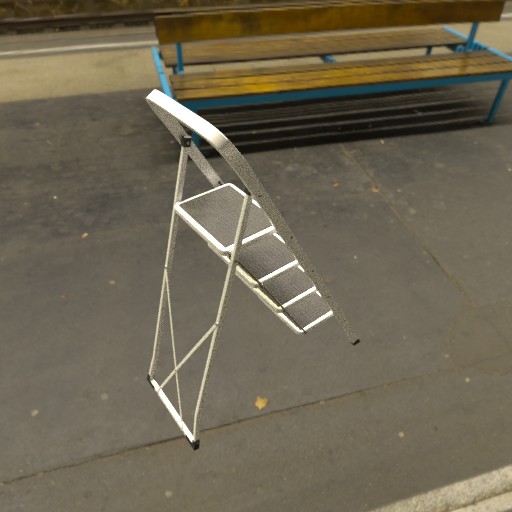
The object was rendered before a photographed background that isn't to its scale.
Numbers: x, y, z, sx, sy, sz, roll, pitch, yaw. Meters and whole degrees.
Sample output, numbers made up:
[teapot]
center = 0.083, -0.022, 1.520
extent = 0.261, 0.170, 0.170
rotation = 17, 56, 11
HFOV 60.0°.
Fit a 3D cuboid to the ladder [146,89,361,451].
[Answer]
[ladder]
center = 0.000, 0.000, 1.644
extent = 0.914, 1.265, 0.460
rotation = -27, 48, -27
